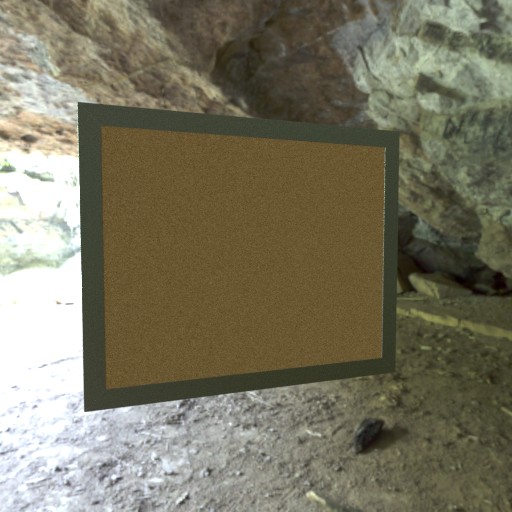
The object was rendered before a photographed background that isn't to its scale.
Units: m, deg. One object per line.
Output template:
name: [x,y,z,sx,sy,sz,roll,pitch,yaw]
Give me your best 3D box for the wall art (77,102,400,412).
wall art: [0.000,0.000,0.758,0.557,0.456,0.032,-1,3,-20]
